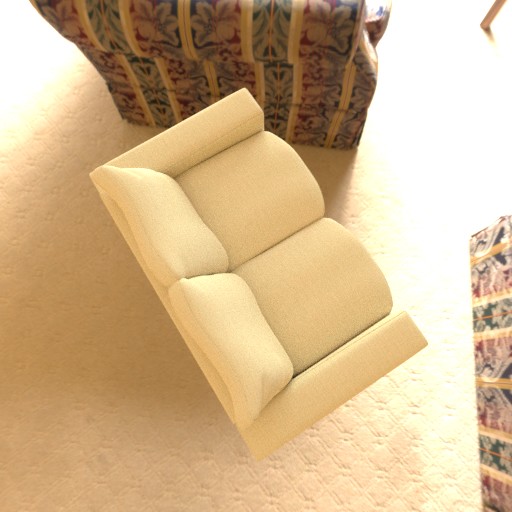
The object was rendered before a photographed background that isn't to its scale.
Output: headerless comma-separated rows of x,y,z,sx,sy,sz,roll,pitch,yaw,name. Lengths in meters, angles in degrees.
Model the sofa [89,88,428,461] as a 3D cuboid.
0.000,0.000,2.432,1.091,0.875,1.754,-32,78,-8,sofa
